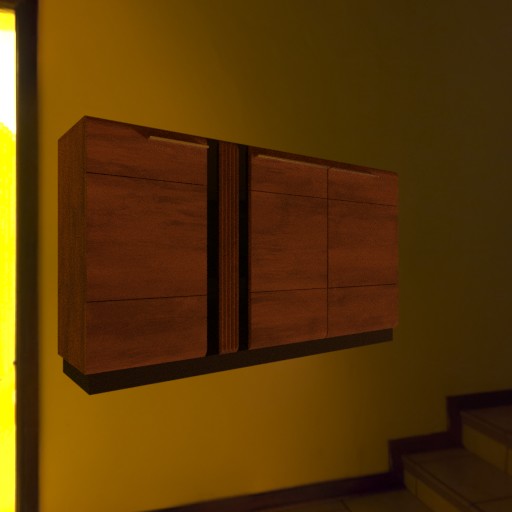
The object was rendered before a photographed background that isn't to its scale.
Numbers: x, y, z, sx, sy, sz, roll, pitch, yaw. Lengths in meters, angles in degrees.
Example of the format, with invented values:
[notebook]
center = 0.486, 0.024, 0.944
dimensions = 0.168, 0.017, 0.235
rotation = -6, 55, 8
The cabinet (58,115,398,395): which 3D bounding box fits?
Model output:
[cabinet]
center = 0.000, 0.000, 2.023
dimensions = 1.600, 0.900, 0.420
rotation = 0, 0, -36
